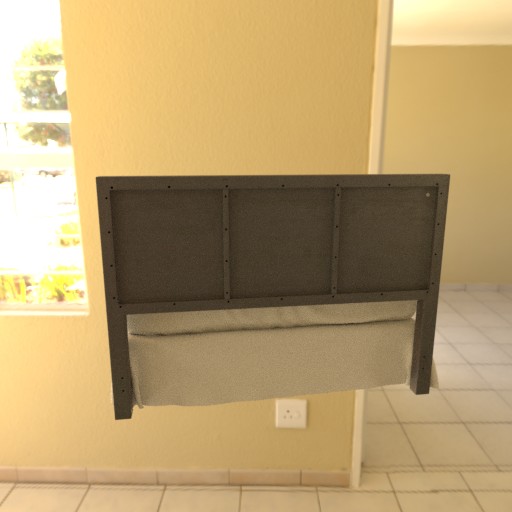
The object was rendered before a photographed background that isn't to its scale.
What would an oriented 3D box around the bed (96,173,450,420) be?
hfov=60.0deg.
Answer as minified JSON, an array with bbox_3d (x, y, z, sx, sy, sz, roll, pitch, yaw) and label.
[{"bbox_3d":[0.000,0.000,2.957,1.772,1.142,1.785,-2,13,-8],"label":"bed"}]
